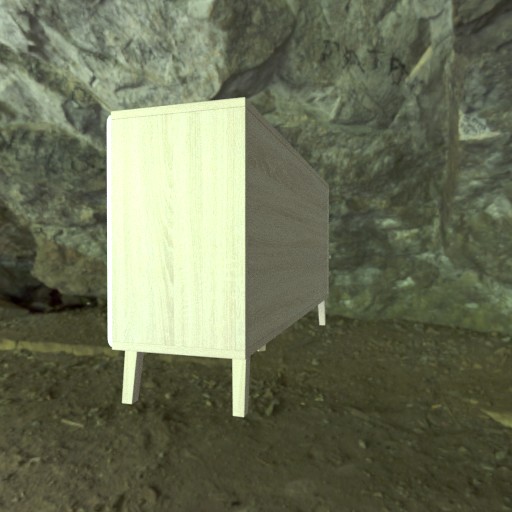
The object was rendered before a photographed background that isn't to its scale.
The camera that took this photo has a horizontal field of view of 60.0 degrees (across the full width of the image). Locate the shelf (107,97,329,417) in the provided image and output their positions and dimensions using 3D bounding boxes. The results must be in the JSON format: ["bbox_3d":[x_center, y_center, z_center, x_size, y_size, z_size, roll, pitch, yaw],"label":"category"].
[{"bbox_3d":[0.000,0.000,1.835,0.400,0.780,1.490,0,1,17],"label":"shelf"}]
